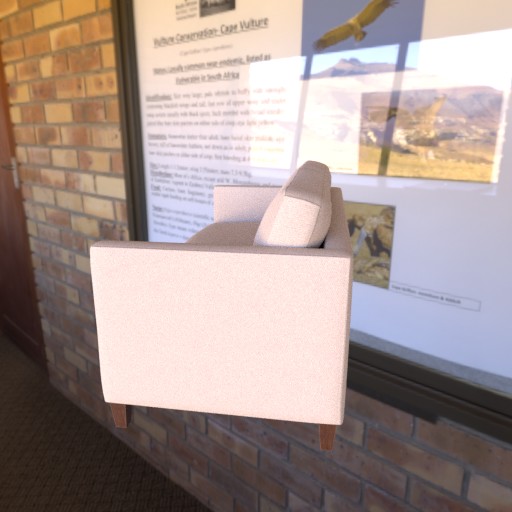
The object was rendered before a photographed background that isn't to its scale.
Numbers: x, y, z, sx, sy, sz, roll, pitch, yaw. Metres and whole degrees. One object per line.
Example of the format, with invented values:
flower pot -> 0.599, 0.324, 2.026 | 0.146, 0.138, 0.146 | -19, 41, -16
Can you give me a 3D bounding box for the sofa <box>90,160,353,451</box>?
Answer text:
sofa -> 0.000, 0.000, 2.233 | 0.873, 0.888, 1.722 | 3, 16, 9
